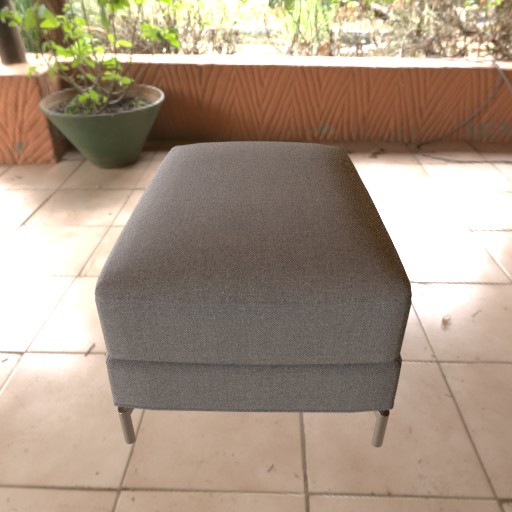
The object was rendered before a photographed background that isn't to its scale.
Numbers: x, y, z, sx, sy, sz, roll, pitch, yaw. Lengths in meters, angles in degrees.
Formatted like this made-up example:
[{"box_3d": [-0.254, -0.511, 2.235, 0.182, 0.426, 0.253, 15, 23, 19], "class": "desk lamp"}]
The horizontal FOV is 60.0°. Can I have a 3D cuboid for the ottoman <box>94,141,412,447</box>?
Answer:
[{"box_3d": [0.000, 0.000, 1.175, 0.584, 0.457, 0.838, 0, 31, 1], "class": "ottoman"}]
